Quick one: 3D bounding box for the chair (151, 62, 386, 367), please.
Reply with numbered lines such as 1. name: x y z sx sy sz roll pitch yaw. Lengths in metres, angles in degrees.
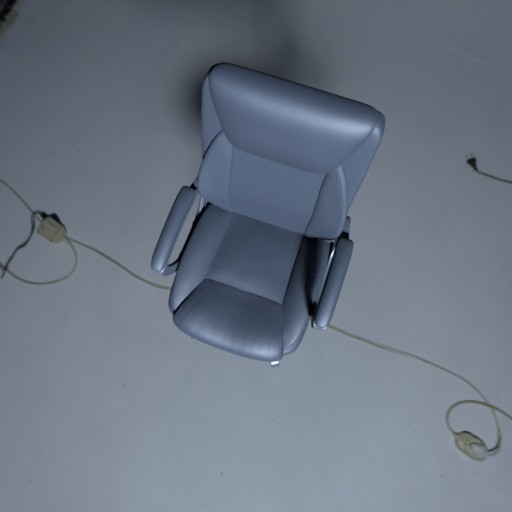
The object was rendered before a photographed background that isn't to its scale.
1. chair: 0.000 0.000 1.489 0.615 1.072 0.655 19 76 5
